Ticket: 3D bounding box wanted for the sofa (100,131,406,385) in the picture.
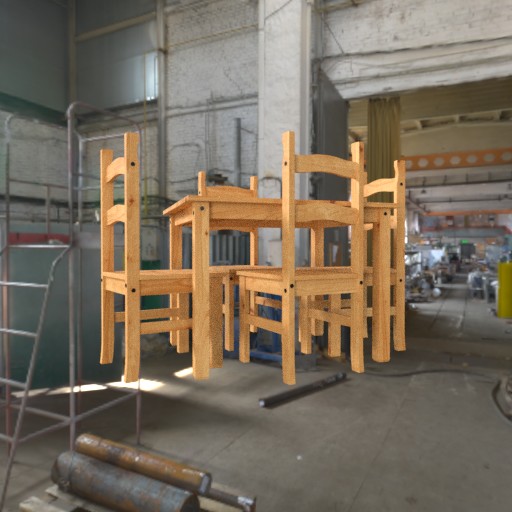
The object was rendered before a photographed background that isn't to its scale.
[{"bbox_3d":[0.000,0.000,2.295,1.529,1.000,1.144,0,1,-19],"label":"sofa"}]
